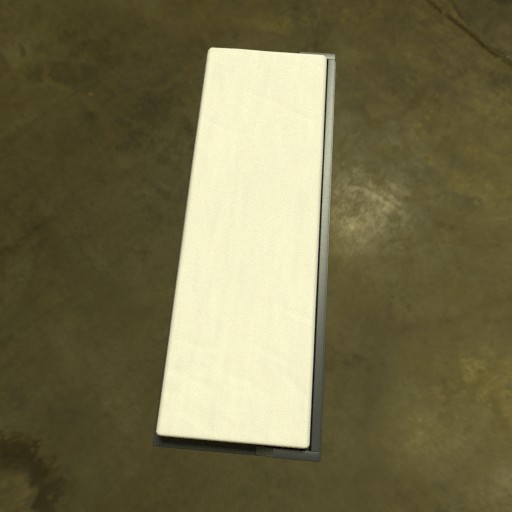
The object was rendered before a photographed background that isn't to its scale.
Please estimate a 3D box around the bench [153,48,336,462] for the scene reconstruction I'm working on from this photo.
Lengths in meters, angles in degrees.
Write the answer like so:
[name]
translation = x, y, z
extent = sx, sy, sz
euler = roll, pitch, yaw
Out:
[bench]
translation = 0.000, 0.000, 1.251
extent = 0.345, 0.561, 0.973
euler = 5, 74, 1
